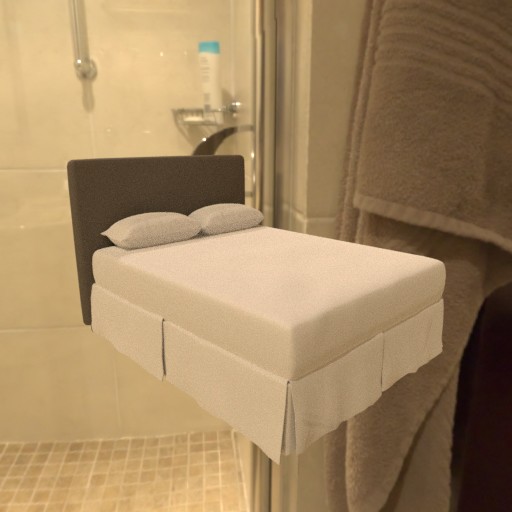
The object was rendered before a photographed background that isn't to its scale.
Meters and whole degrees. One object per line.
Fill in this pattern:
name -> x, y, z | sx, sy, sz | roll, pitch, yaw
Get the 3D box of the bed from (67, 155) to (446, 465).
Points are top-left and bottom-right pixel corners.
bed -> 0.000, 0.000, 3.131 | 1.723, 1.330, 2.142 | -14, 20, -42
